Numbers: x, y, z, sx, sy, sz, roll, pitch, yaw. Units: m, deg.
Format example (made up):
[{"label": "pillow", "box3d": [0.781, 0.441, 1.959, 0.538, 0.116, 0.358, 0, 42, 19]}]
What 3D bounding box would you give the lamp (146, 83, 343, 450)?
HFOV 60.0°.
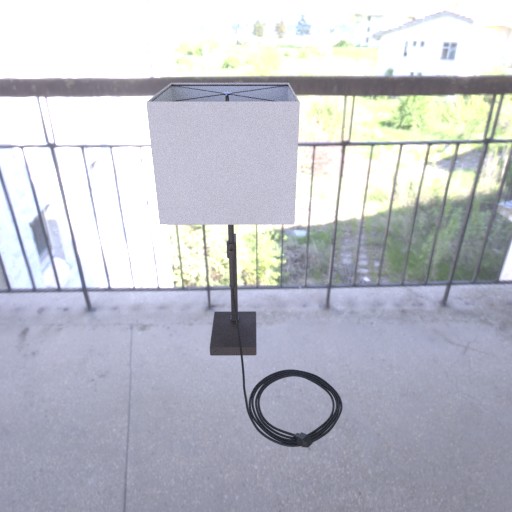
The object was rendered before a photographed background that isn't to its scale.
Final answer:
[{"label": "lamp", "box3d": [0.000, 0.000, 0.979, 0.399, 0.660, 0.504, 0, 28, 0]}]
